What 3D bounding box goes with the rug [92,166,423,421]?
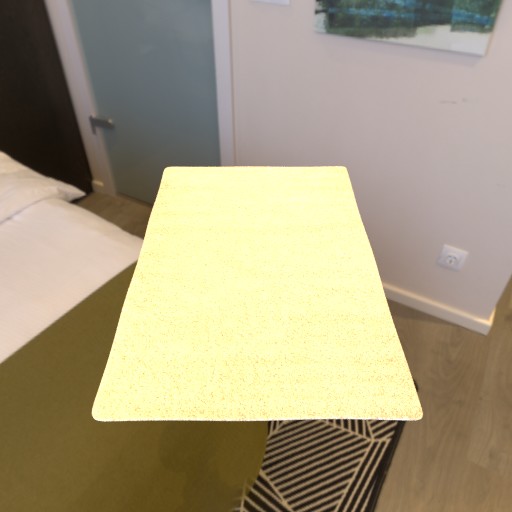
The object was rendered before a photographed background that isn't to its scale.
[{"bbox_3d":[0.000,0.000,3.397,1.798,0.025,2.698,0,41,0],"label":"rug"}]
